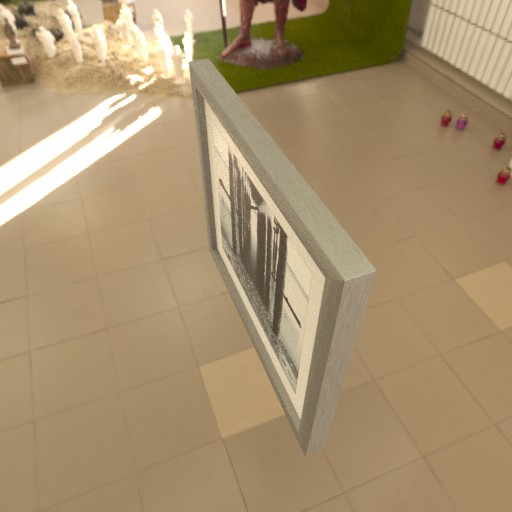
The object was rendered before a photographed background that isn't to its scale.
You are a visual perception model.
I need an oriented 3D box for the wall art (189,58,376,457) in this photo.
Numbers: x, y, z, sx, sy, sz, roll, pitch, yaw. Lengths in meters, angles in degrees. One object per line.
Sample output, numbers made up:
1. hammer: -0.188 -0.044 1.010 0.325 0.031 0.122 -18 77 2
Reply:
1. wall art: 0.000 0.000 0.544 0.028 0.330 0.380 -16 49 -15
